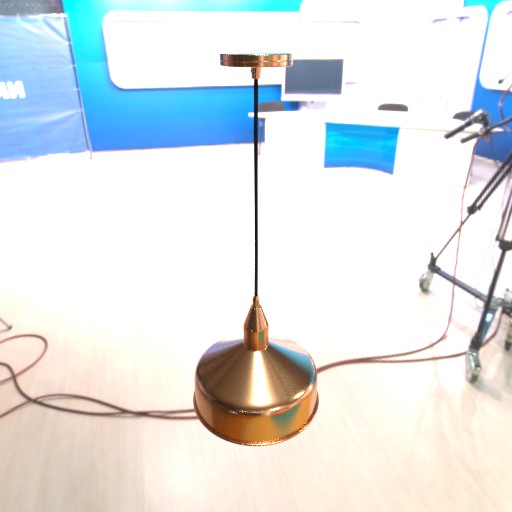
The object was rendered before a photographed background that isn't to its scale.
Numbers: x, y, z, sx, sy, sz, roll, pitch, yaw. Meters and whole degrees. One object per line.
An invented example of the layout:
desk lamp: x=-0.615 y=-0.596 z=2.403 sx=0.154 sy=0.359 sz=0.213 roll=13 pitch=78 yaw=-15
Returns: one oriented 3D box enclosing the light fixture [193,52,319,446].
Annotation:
light fixture: x=0.000 y=0.000 z=0.905 sx=0.301 sy=0.754 sz=0.301 roll=19 pitch=32 yaw=33
